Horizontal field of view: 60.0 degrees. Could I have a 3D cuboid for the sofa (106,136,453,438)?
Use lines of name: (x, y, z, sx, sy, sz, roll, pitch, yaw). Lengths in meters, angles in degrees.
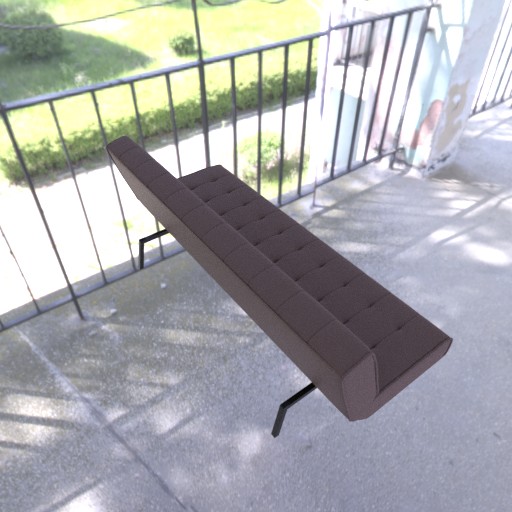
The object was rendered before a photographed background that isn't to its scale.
sofa: (0.000, 0.000, 2.119, 0.747, 0.699, 1.703, -27, 48, -26)
